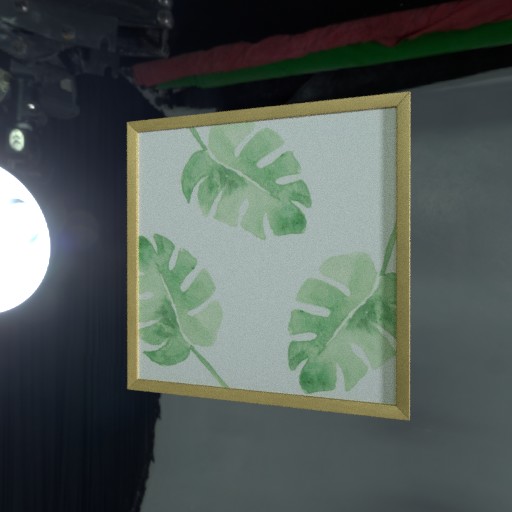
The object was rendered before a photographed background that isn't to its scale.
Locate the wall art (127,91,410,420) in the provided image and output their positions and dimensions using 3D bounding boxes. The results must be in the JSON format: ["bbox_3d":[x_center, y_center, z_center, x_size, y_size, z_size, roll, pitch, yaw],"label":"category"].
[{"bbox_3d":[0.000,0.000,1.162,0.763,0.763,0.037,0,0,18],"label":"wall art"}]
